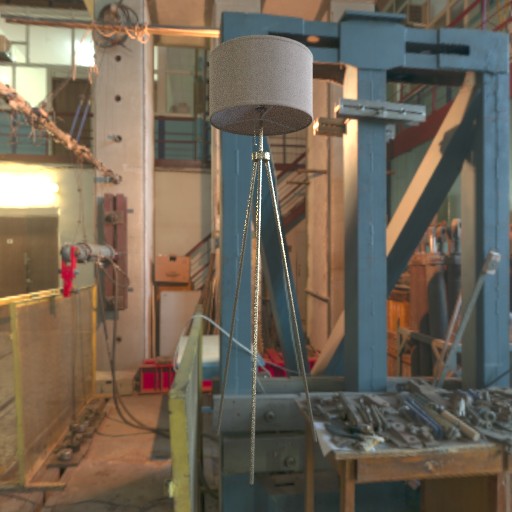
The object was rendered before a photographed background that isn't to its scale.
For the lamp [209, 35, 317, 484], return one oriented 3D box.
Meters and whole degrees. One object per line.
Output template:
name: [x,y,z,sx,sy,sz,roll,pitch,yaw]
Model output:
lamp: [0.000,0.000,1.765,0.460,1.545,0.449,0,0,37]
